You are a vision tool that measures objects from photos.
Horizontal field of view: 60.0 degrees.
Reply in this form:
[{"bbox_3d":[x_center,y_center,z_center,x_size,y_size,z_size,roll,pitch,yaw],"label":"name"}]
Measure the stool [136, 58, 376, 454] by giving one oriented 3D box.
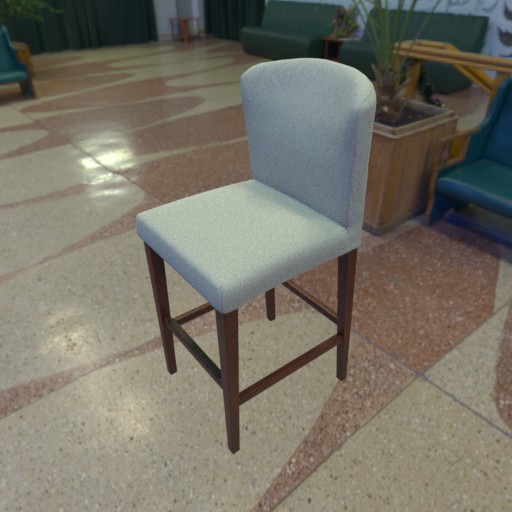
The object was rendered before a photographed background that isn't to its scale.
[{"bbox_3d":[0.000,0.000,1.376,0.568,1.069,0.479,-23,40,-30],"label":"stool"}]
